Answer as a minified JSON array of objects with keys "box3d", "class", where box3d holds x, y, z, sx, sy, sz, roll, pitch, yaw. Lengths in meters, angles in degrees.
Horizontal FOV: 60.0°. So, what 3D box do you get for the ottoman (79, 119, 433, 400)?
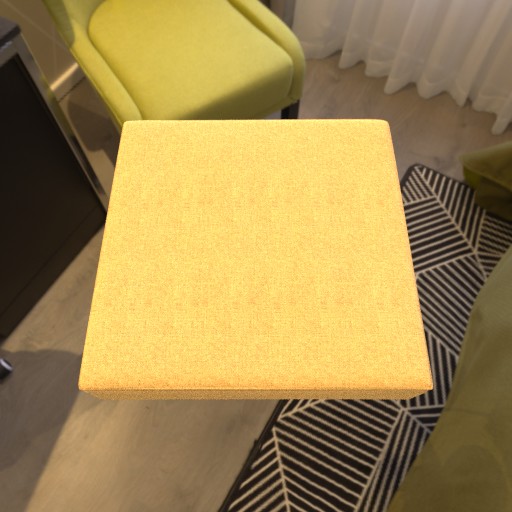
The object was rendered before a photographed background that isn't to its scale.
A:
[{"box3d":[0.000,0.000,1.549,0.981,0.378,0.970,0,64,0],"class":"ottoman"}]
